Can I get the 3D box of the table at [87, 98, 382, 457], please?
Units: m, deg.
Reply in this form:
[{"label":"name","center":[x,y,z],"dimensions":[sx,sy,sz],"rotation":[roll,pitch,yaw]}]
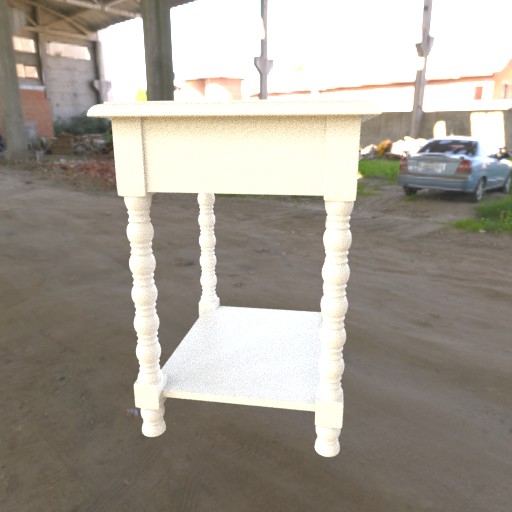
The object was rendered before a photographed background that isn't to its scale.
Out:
[{"label":"table","center":[0.000,0.000,0.844],"dimensions":[0.381,0.531,0.460],"rotation":[2,15,9]}]
